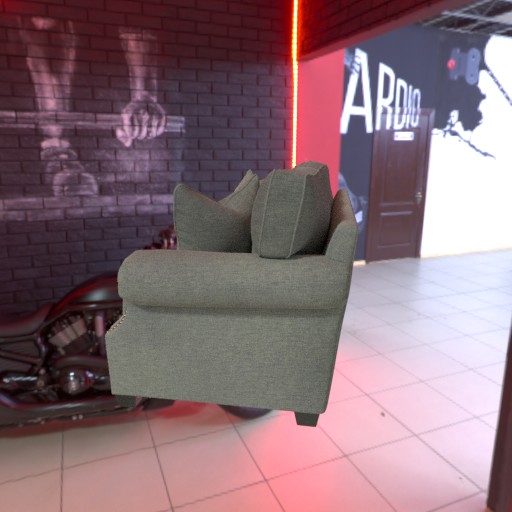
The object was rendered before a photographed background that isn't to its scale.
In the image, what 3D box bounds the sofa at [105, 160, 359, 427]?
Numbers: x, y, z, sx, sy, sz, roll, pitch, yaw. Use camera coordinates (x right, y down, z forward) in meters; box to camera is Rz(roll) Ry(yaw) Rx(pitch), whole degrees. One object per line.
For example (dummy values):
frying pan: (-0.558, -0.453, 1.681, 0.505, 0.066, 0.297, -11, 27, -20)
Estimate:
sofa: (0.000, 0.000, 2.354, 0.966, 0.966, 1.701, 2, 13, 10)
